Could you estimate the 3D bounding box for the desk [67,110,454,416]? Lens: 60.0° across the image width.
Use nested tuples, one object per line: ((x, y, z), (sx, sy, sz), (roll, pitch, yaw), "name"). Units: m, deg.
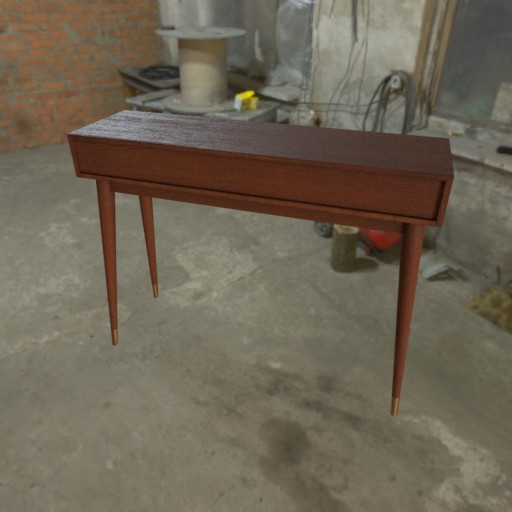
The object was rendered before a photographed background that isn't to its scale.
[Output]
((0.000, 0.000, 1.685), (1.204, 0.917, 0.384), (10, 33, 16), "desk")
